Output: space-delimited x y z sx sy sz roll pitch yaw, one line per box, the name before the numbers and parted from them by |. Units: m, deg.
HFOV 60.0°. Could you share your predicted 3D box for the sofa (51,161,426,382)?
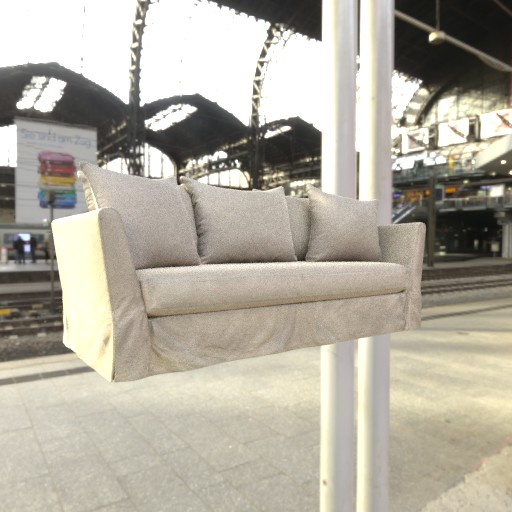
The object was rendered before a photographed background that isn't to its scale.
sofa | 0.000 0.000 2.894 2.290 1.034 1.031 -1 2 -35
